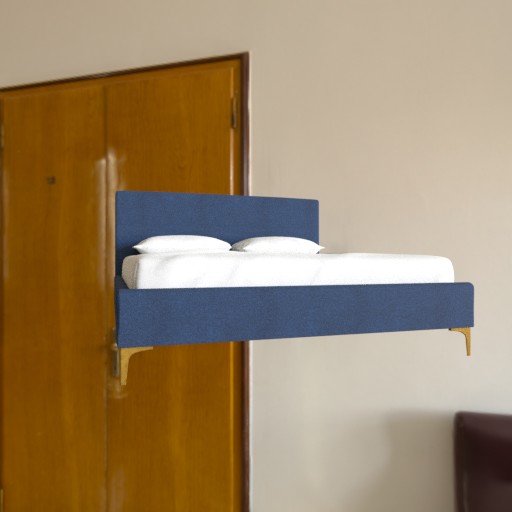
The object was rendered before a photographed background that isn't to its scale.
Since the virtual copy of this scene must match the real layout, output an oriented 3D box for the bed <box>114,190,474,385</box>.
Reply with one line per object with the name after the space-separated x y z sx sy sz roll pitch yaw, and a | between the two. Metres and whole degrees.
0.000 0.000 3.443 2.096 1.231 2.232 0 0 -18 | bed
